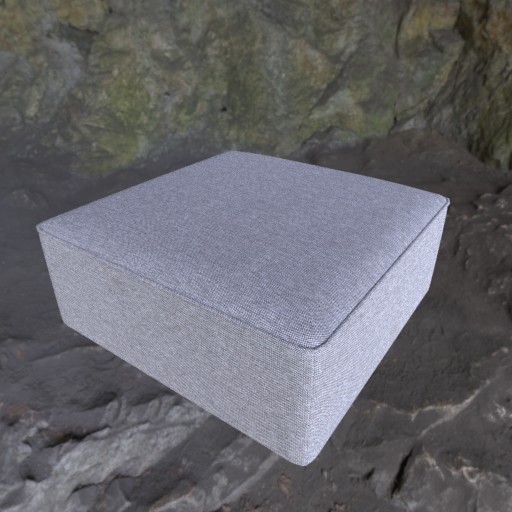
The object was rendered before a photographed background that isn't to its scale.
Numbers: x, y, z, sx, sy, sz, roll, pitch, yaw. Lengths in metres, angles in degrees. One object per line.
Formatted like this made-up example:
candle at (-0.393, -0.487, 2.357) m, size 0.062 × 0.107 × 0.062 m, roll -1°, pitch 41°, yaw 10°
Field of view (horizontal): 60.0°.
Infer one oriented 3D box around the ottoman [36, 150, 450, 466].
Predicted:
ottoman at (0.000, 0.000, 1.553) m, size 1.005 × 0.455 × 1.005 m, roll 19°, pitch 35°, yaw 30°
